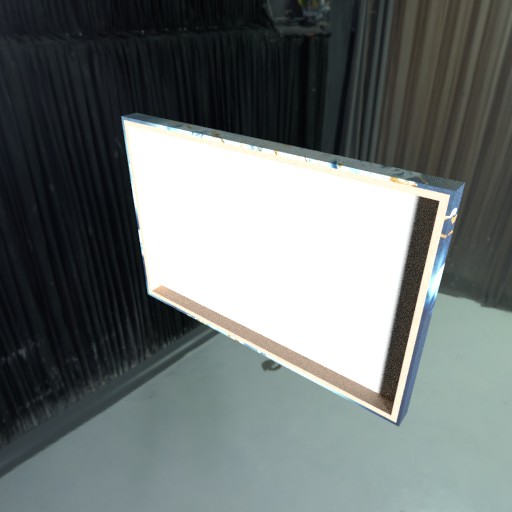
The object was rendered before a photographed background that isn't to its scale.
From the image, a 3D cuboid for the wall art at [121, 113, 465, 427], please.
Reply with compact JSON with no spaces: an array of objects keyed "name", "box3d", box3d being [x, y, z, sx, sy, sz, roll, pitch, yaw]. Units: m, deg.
[{"name":"wall art","box3d":[0.000,0.000,0.784,0.607,0.405,0.036,21,36,32]}]
